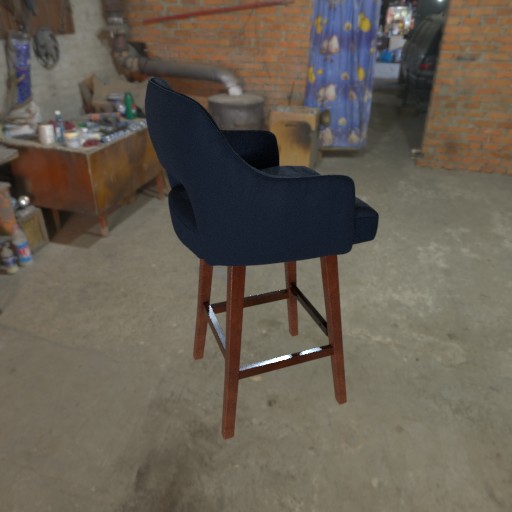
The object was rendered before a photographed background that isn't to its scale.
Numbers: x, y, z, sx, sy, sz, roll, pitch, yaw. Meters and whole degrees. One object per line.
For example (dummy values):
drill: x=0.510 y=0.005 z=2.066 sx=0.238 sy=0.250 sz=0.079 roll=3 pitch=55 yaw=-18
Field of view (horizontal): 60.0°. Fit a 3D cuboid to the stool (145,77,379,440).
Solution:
stool: x=0.000 y=0.000 z=1.381 sx=0.560 sy=1.041 sz=0.550 roll=-10 pitch=30 yaw=-18
